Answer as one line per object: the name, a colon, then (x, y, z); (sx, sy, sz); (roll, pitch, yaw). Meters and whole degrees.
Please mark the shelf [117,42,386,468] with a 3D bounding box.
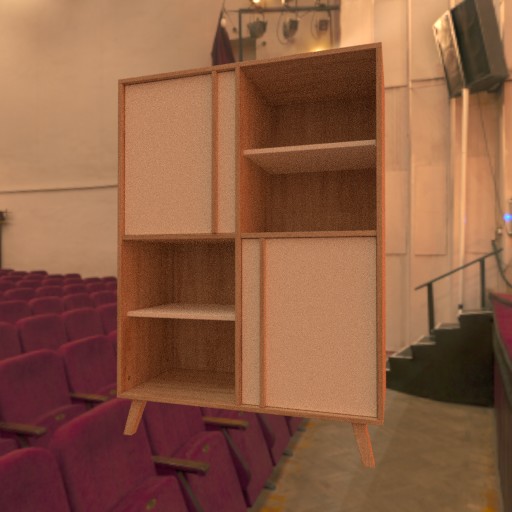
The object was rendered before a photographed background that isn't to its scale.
shelf: (0.000, 0.000, 1.800); (1.000, 1.390, 0.450); (0, -1, 17)
